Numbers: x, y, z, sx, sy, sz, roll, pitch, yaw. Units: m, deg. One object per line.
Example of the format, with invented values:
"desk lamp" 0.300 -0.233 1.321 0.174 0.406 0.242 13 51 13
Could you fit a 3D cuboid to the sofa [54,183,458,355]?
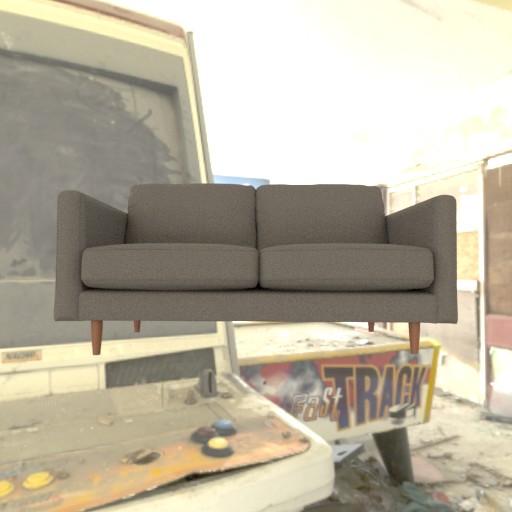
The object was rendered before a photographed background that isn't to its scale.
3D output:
"sofa" 0.000 0.000 2.274 1.713 0.866 0.940 0 -2 -1
